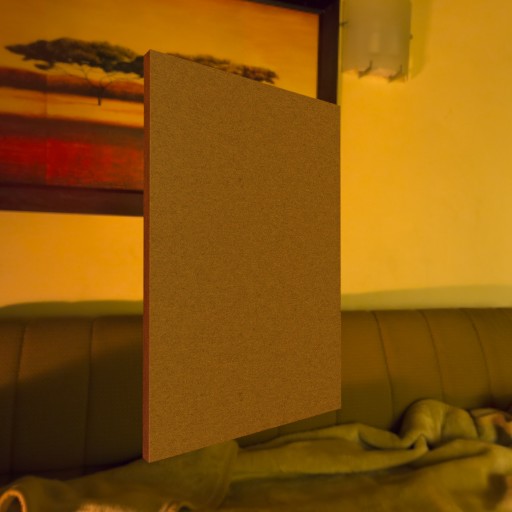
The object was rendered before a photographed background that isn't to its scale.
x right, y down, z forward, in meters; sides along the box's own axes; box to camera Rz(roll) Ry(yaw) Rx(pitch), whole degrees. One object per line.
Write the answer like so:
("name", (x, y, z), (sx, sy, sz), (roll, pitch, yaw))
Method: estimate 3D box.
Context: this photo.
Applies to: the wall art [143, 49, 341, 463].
("wall art", (0.000, 0.000, 1.174), (0.610, 0.914, 0.037), (0, -1, -36))
